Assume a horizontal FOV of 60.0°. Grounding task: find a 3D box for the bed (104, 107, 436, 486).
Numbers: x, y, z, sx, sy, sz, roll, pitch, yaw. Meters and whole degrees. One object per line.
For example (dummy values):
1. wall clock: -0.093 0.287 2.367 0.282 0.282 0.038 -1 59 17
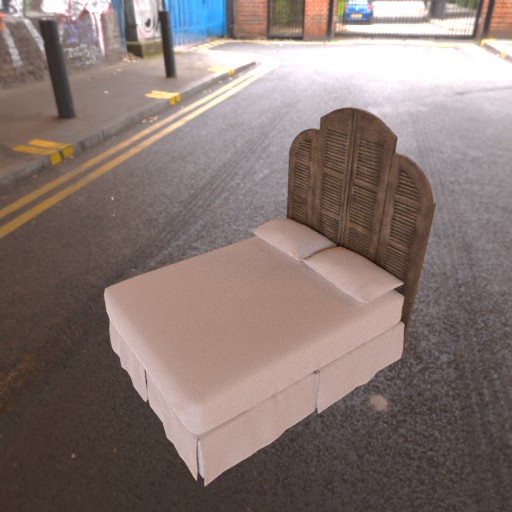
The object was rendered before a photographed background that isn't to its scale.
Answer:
1. bed: 0.000 0.000 3.512 2.138 2.019 1.713 -20 36 -30
